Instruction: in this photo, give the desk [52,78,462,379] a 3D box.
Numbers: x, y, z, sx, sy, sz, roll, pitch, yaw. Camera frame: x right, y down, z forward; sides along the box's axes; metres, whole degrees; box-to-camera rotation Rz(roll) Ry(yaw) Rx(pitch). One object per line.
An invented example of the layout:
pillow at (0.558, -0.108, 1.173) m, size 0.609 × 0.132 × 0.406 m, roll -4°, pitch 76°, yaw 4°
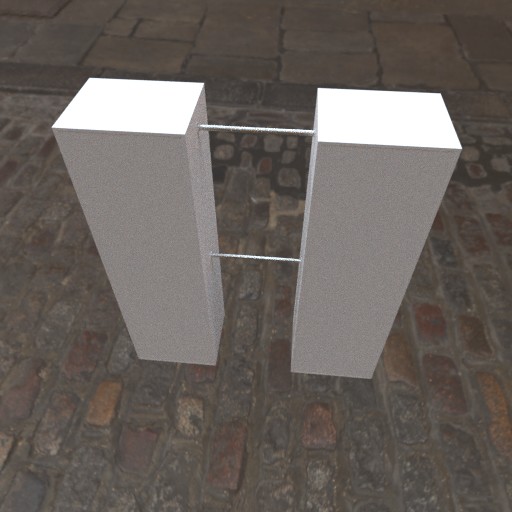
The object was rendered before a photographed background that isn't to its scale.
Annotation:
desk at (0.000, 0.000, 2.797) m, size 1.770 × 2.000 × 0.480 m, roll 4°, pitch 47°, yaw 4°
